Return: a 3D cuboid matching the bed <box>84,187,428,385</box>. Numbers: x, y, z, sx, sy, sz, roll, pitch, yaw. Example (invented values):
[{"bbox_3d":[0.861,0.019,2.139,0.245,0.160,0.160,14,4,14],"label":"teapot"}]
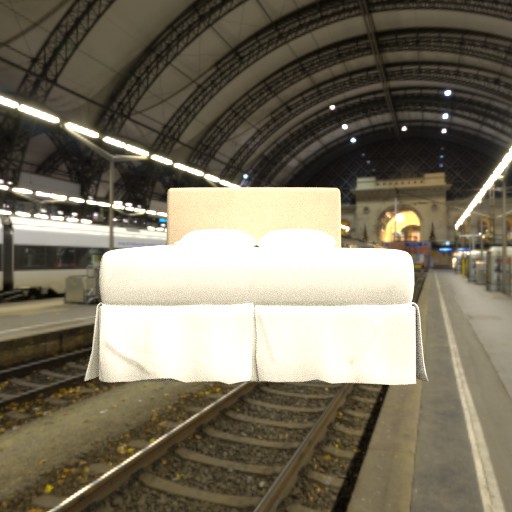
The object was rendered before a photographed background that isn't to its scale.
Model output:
[{"bbox_3d":[0.000,0.000,3.231,1.723,1.330,2.142,0,-1,0],"label":"bed"}]
